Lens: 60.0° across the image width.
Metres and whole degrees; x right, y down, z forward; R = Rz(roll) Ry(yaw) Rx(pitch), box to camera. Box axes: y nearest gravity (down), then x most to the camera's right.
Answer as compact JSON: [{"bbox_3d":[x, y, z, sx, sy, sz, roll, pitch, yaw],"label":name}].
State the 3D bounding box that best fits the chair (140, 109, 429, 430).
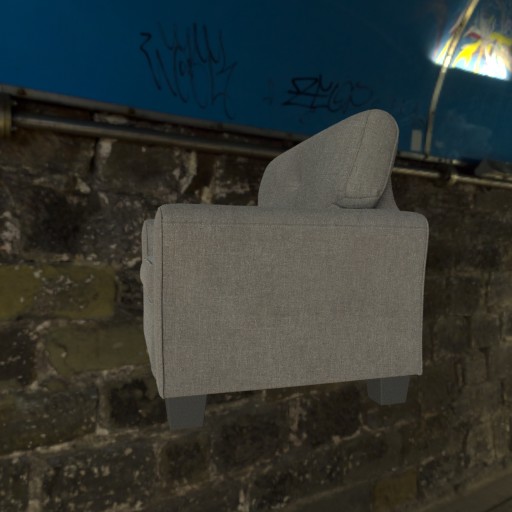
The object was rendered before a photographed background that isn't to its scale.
[{"bbox_3d":[0.000,0.000,1.635,0.816,0.890,0.941,0,2,-17],"label":"chair"}]
